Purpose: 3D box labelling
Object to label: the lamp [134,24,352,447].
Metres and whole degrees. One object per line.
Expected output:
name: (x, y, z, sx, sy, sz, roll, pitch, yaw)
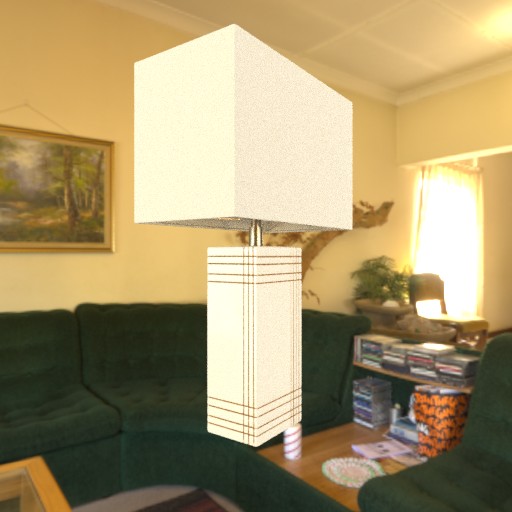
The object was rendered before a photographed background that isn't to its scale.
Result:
lamp: (0.000, 0.000, 0.703, 0.182, 0.543, 0.334, 0, 0, 36)
